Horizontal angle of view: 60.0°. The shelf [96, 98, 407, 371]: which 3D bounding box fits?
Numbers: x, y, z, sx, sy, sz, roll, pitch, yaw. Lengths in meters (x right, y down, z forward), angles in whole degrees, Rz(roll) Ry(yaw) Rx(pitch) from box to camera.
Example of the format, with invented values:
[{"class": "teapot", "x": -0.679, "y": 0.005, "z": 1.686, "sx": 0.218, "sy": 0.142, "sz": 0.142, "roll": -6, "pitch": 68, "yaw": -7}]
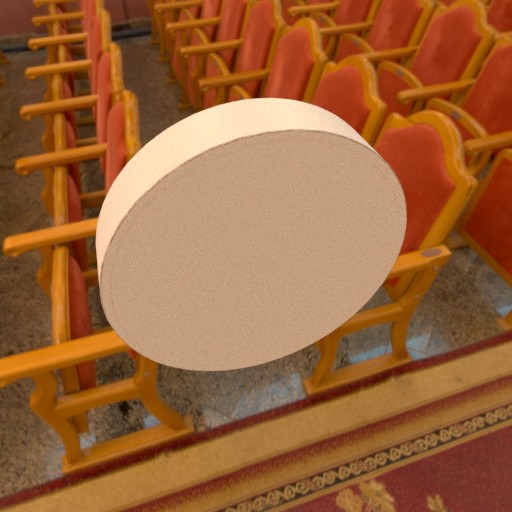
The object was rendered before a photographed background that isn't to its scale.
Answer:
[{"class": "shelf", "x": 0.000, "y": 0.000, "z": 1.196, "sx": 0.806, "sy": 0.807, "sz": 0.158, "roll": -12, "pitch": 45, "yaw": -13}]
